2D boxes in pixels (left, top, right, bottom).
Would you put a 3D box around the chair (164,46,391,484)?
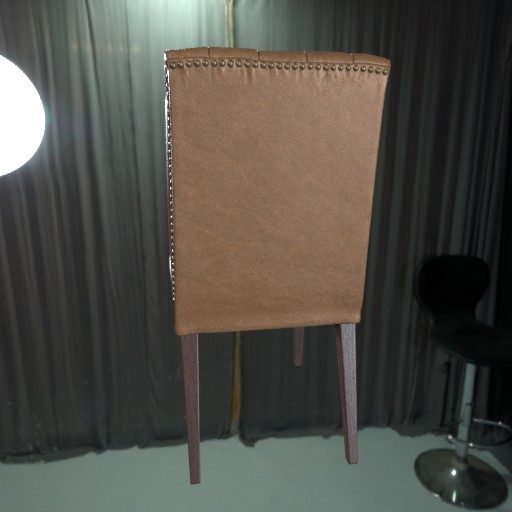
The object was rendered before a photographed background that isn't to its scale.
[{"bbox_3d":[0.000,0.000,1.316,0.511,1.016,0.647,-2,13,-10],"label":"chair"}]
